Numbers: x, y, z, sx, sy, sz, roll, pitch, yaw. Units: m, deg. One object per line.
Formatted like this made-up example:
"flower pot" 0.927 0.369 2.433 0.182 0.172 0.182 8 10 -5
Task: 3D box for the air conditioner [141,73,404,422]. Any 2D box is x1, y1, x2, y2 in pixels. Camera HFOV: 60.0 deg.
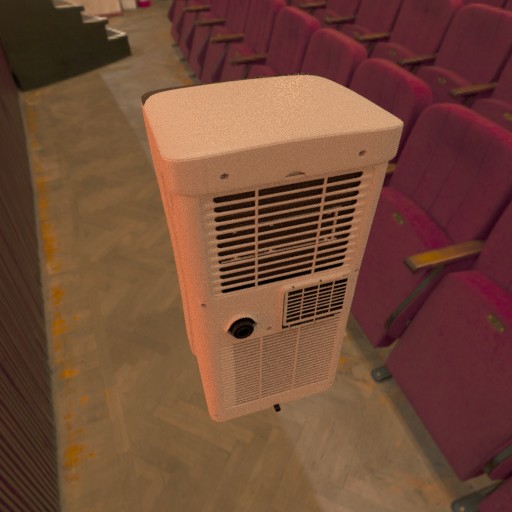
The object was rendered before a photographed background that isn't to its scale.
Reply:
"air conditioner" 0.000 0.000 0.944 0.352 0.716 0.369 -12 43 -13
